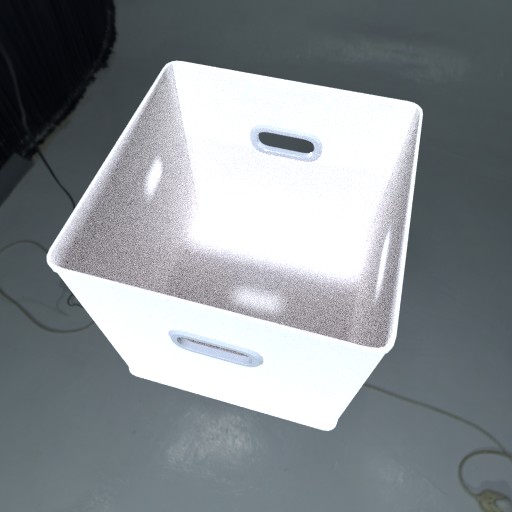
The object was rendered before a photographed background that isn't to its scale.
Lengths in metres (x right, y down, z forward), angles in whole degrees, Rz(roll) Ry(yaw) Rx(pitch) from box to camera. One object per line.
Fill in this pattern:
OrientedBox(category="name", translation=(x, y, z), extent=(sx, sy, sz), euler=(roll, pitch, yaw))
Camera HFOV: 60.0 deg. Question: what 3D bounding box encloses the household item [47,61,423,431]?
OrientedBox(category="household item", translation=(0.000, 0.000, 0.565), extent=(0.305, 0.305, 0.305), euler=(13, 59, 8))
